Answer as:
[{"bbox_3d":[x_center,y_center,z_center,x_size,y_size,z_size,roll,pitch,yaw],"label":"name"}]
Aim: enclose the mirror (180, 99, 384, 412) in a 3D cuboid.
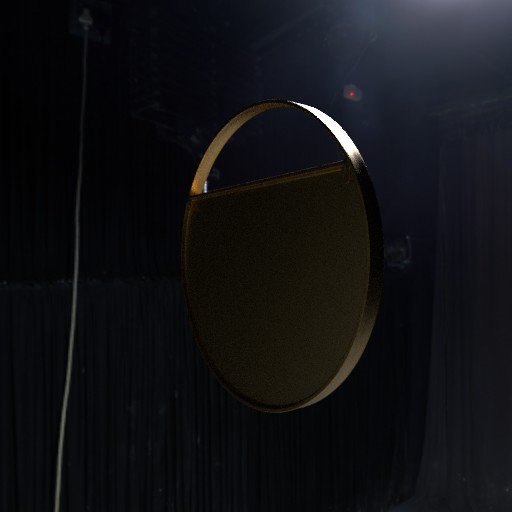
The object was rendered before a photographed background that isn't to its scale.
[{"bbox_3d":[0.000,0.000,0.841,0.032,0.565,0.565,0,0,-36],"label":"mirror"}]
